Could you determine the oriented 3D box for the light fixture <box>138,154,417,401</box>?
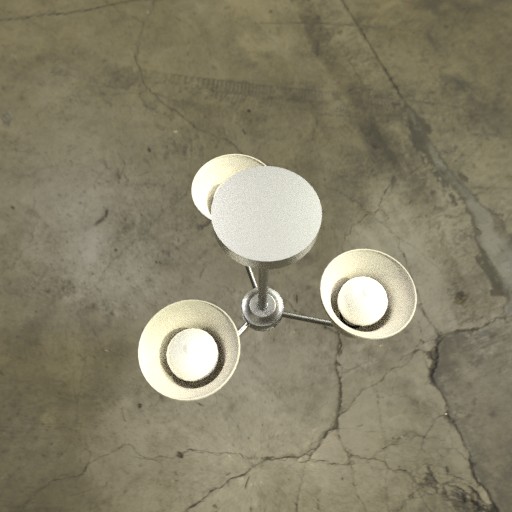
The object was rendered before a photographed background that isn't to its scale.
[{"bbox_3d":[0.000,0.000,0.662,0.388,0.370,0.354,-16,65,-8],"label":"light fixture"}]
